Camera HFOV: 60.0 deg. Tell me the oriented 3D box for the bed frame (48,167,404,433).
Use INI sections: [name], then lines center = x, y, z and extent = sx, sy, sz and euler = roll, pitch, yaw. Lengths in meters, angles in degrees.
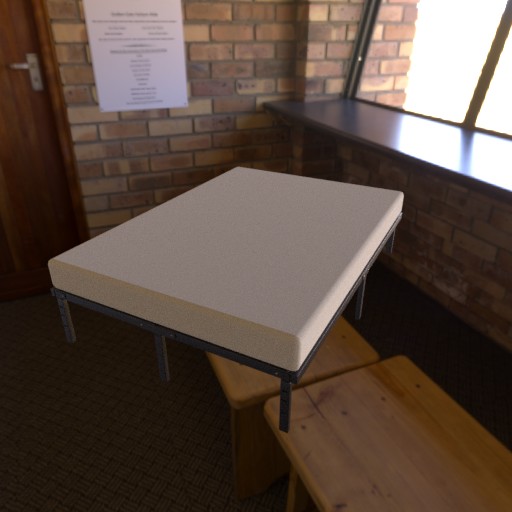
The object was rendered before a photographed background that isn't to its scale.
[bed frame]
center = 0.000, 0.000, 3.816
extent = 2.205, 0.680, 2.842
euler = 18, 32, 31
